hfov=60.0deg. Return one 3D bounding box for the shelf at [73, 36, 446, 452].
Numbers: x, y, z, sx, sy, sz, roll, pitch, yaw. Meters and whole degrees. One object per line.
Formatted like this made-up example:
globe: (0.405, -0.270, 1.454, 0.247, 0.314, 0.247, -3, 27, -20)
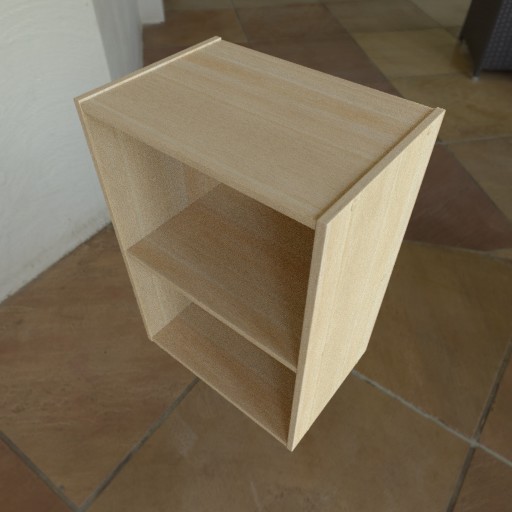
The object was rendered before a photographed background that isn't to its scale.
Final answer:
shelf: (0.000, 0.000, 0.810, 0.414, 0.592, 0.290, 30, 53, 26)
